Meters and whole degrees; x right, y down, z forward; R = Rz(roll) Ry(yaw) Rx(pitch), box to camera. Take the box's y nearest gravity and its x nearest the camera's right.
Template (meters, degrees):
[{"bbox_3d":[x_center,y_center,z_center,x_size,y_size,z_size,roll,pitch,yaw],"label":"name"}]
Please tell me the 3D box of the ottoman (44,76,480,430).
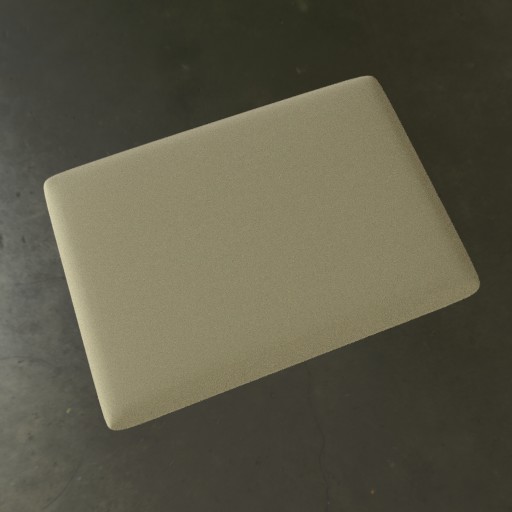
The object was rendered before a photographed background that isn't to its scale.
[{"bbox_3d":[0.000,0.000,1.159,0.835,0.497,0.581,-20,76,-5],"label":"ottoman"}]
